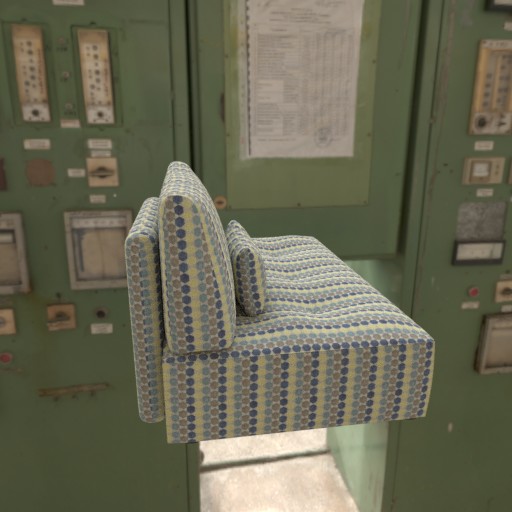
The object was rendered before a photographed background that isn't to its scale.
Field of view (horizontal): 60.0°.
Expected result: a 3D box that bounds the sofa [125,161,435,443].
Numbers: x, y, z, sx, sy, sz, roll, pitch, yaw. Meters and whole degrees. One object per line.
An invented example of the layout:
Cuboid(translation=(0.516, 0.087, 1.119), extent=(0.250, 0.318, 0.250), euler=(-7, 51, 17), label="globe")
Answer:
Cuboid(translation=(0.000, 0.000, 2.021), extent=(1.000, 0.820, 1.450), euler=(-3, 17, -9), label="sofa")
